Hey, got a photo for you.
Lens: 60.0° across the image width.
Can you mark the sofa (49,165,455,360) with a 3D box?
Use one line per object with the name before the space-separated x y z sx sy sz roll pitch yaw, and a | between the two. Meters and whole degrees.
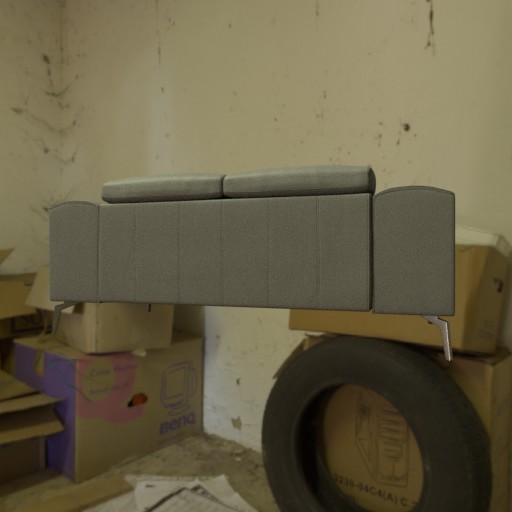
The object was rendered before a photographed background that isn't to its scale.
sofa | 0.000 0.000 2.396 1.895 0.779 1.003 0 0 17
